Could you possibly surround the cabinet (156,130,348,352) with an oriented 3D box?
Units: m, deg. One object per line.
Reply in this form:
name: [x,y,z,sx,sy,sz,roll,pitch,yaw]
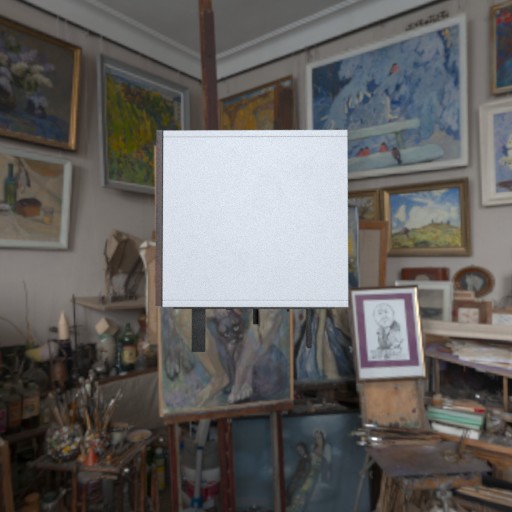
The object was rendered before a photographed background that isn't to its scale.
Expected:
cabinet: [0.000,0.000,1.741,0.431,0.533,1.499,0,-1,1]
